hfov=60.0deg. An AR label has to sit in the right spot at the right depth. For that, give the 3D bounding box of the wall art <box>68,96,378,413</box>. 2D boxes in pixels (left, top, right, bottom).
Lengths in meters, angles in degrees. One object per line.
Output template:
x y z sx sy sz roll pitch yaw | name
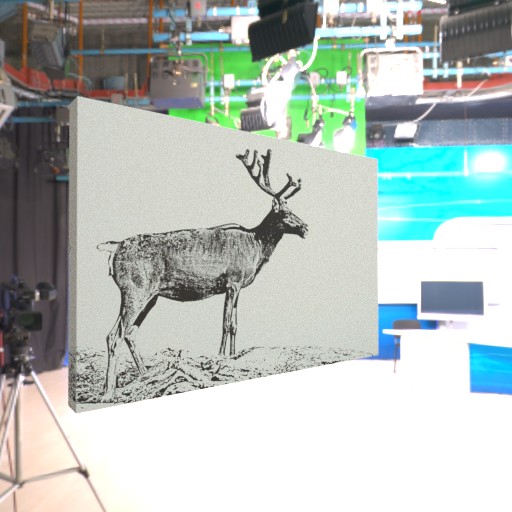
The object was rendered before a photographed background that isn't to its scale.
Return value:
0.000 0.000 0.773 0.608 0.414 0.042 0 -1 -36 | wall art
